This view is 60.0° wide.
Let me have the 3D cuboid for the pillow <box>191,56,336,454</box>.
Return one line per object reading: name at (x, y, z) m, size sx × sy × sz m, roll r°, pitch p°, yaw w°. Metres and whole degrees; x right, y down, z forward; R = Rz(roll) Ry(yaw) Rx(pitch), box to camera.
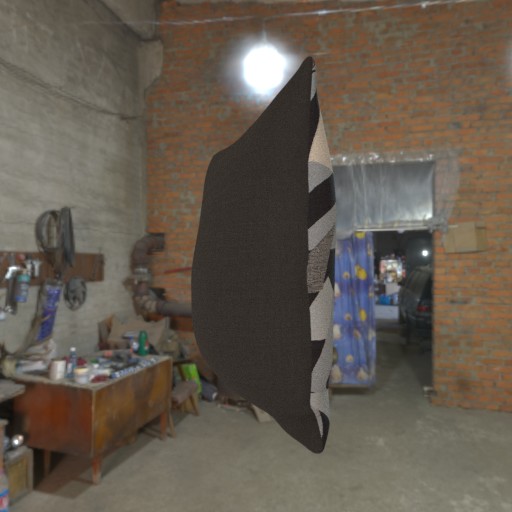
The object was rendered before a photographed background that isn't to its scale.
pillow at (0.000, 0.000, 0.779) m, size 0.208 × 0.496 × 0.503 m, roll 1°, pitch -2°, yaw -19°
